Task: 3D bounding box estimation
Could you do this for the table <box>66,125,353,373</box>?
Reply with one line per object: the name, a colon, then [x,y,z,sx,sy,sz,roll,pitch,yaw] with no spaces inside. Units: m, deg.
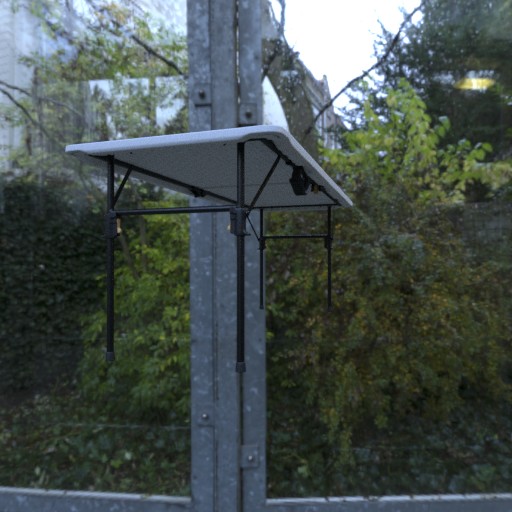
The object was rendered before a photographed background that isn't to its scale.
table: [0.000,0.000,2.207,0.761,0.719,1.829,0,-1,19]
